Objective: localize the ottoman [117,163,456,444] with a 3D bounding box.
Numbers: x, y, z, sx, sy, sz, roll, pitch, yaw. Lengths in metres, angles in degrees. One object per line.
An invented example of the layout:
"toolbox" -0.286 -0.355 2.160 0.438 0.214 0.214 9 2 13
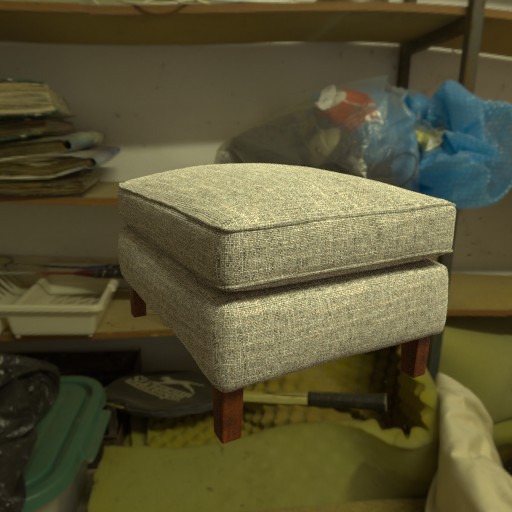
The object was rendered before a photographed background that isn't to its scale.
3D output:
"ottoman" 0.000 0.000 0.998 0.508 0.406 0.686 -8 17 -27
